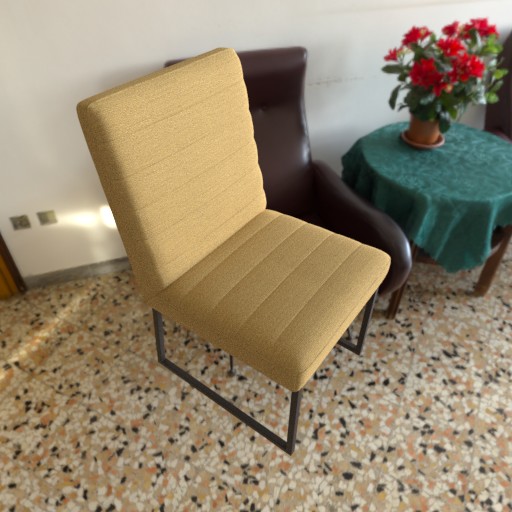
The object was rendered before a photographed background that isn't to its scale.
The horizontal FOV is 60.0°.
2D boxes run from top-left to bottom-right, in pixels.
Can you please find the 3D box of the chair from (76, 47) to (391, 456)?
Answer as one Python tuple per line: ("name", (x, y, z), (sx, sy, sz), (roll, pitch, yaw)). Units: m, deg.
("chair", (0.000, 0.000, 1.270), (0.634, 0.930, 0.520), (26, 48, 27))
